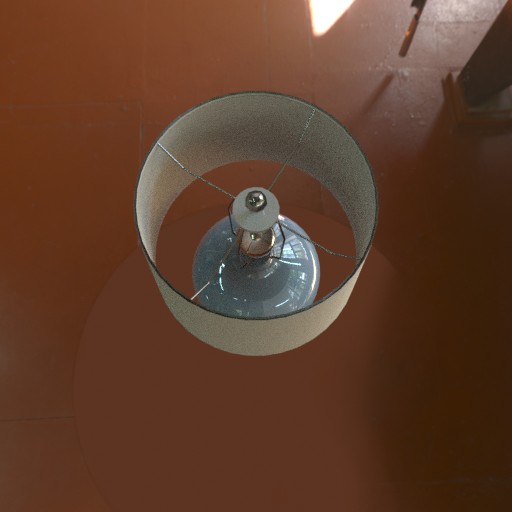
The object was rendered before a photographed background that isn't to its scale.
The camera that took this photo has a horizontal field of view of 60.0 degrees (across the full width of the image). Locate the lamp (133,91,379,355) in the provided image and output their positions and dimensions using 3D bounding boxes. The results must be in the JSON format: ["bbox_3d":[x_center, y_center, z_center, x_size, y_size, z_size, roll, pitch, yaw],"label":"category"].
[{"bbox_3d":[0.000,0.000,0.557,0.247,0.387,0.247,0,75,0],"label":"lamp"}]
